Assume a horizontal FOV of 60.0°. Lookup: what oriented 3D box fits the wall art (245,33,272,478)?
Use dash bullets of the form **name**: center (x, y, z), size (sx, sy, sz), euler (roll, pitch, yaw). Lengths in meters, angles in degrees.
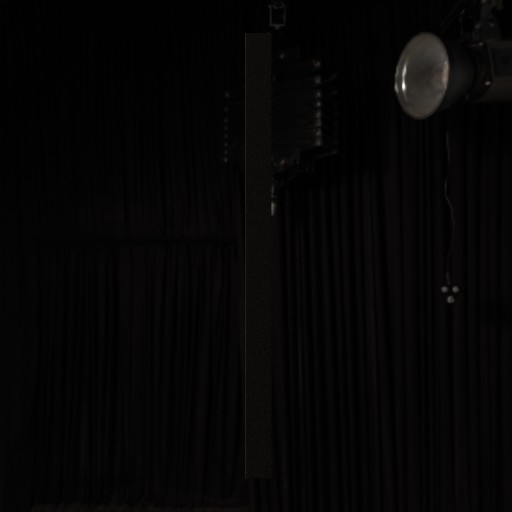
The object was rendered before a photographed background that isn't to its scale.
- **wall art**: center (0.000, 0.000, 0.566), size (0.024, 0.404, 0.329), euler (0, 0, -1)
